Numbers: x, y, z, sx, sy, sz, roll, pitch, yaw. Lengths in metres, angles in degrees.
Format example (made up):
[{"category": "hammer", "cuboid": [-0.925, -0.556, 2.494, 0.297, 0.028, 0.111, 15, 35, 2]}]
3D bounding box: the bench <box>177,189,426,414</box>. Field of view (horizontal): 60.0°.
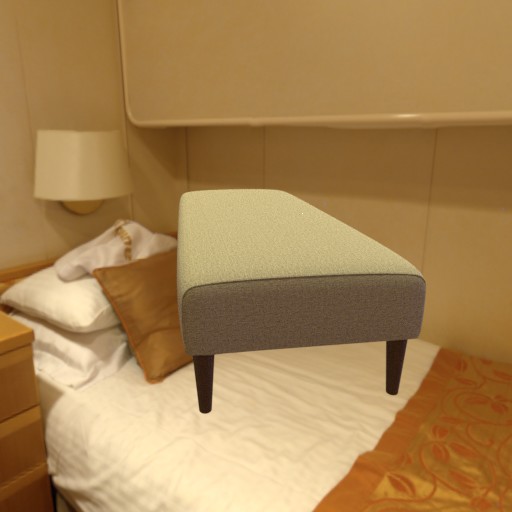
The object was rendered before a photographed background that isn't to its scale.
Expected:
[{"category": "bench", "cuboid": [0.000, 0.000, 1.832, 0.631, 0.383, 1.598, -2, 16, -9]}]
